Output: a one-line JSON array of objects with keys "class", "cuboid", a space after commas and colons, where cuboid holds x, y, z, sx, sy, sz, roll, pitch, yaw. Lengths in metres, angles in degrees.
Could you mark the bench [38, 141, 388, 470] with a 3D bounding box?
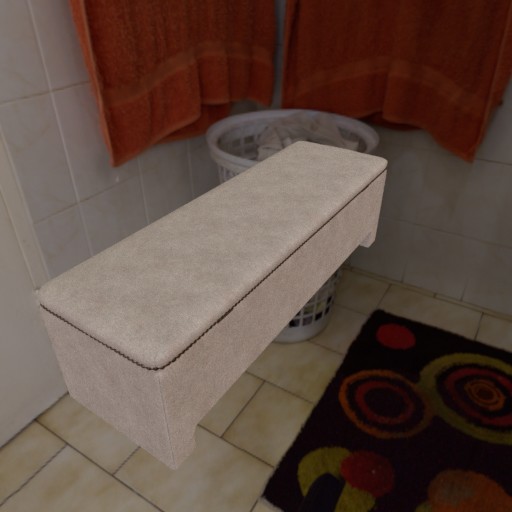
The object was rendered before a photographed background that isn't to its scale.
[{"class": "bench", "cuboid": [0.000, 0.000, 1.700, 0.470, 0.447, 1.482, 20, 39, 28]}]
